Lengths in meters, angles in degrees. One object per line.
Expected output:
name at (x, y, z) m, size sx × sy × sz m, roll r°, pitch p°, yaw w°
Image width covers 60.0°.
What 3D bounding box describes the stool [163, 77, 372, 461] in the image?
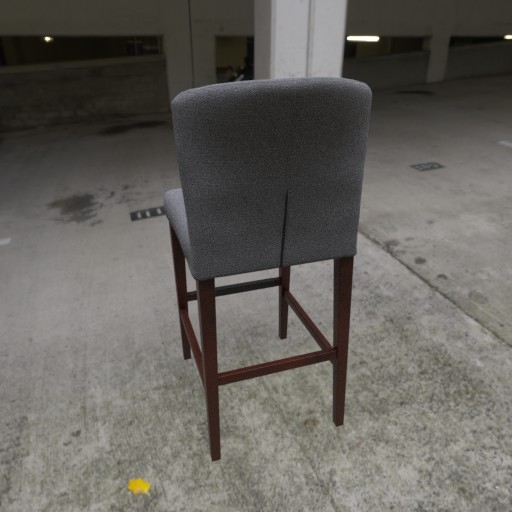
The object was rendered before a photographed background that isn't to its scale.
stool at (0.000, 0.000, 1.369) m, size 0.486 × 1.069 × 0.568 m, roll -9°, pitch 28°, yaw -16°
